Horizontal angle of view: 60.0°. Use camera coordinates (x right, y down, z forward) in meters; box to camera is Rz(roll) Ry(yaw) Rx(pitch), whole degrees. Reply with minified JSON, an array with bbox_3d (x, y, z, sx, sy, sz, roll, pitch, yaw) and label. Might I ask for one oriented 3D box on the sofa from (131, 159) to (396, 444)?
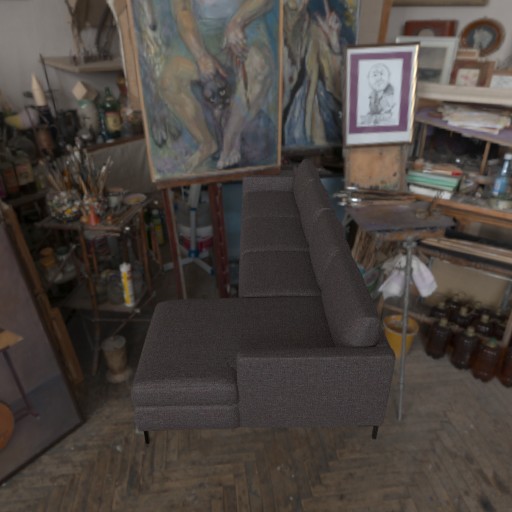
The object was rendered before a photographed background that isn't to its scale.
[{"bbox_3d":[0.000,0.000,3.872,1.483,0.892,3.221,0,28,-1],"label":"sofa"}]
